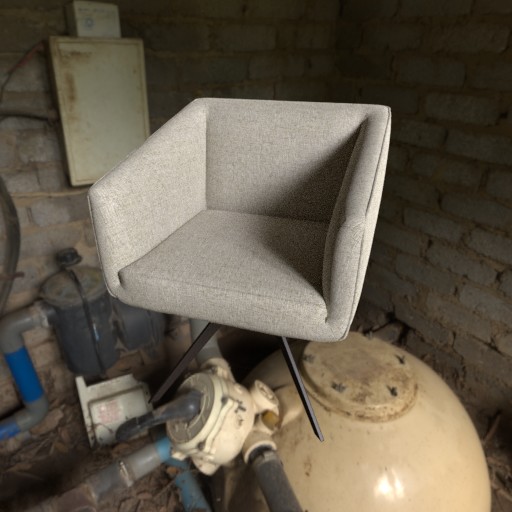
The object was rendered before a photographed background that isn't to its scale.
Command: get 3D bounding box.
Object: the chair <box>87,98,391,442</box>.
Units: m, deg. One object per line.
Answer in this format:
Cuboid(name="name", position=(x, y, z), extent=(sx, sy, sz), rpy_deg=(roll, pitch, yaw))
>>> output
Cuboid(name="chair", position=(0.000, 0.000, 1.251), extent=(0.628, 0.760, 0.623), rpy_deg=(8, 27, 16))
